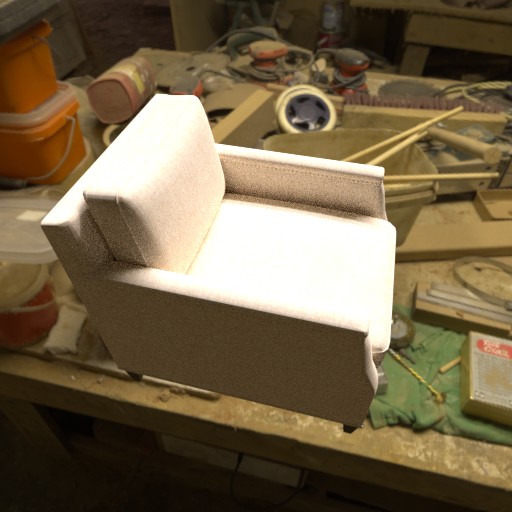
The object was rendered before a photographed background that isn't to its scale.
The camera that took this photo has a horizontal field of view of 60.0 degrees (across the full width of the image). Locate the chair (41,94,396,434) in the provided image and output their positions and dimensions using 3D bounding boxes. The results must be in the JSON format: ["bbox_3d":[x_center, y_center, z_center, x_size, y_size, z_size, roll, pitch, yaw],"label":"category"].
[{"bbox_3d":[0.000,0.000,1.719,1.041,0.940,0.838,10,47,10],"label":"chair"}]
